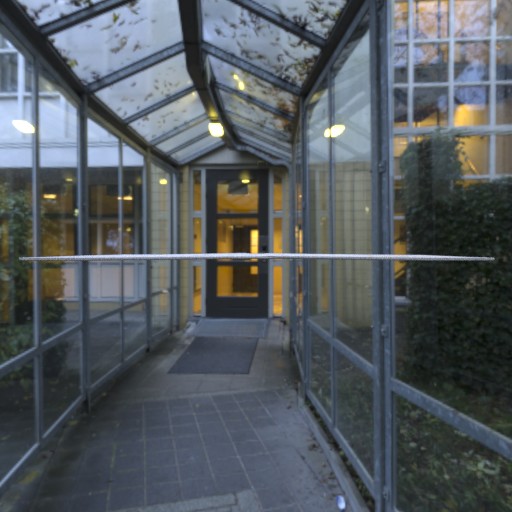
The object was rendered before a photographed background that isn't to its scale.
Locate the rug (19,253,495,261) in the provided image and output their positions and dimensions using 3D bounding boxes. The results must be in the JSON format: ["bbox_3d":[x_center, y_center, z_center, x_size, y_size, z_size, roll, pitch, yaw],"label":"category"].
[{"bbox_3d":[0.000,0.000,4.242,3.245,0.046,2.467,0,1,-1],"label":"rug"}]
